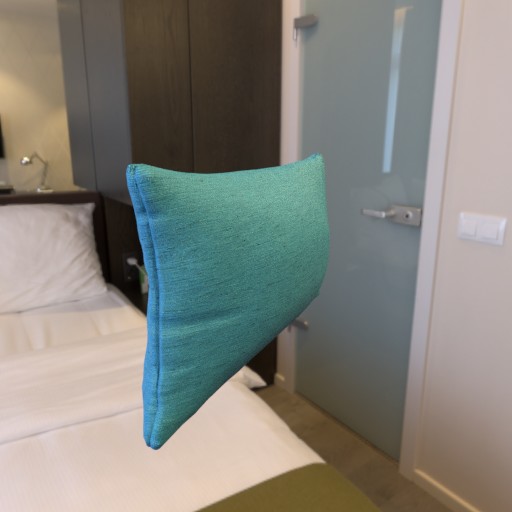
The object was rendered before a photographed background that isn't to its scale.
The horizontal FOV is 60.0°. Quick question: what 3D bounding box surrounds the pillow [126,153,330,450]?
[{"bbox_3d":[0.000,0.000,0.771,0.210,0.338,0.633,7,16,25],"label":"pillow"}]
